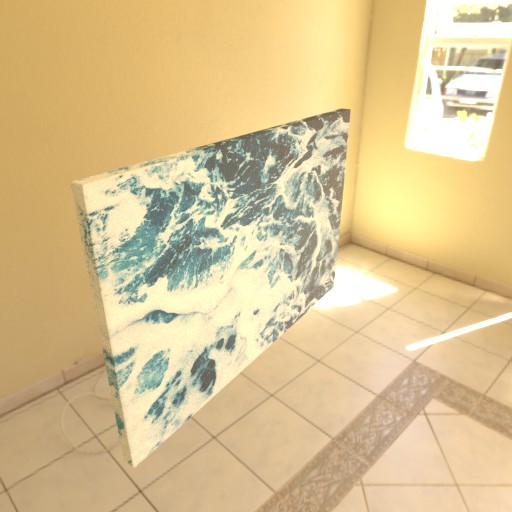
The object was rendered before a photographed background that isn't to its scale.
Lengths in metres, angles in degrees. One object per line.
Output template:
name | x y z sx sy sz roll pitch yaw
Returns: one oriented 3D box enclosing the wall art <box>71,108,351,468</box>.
wall art | 0.000 0.000 1.871 0.055 1.017 1.524 18 32 32
